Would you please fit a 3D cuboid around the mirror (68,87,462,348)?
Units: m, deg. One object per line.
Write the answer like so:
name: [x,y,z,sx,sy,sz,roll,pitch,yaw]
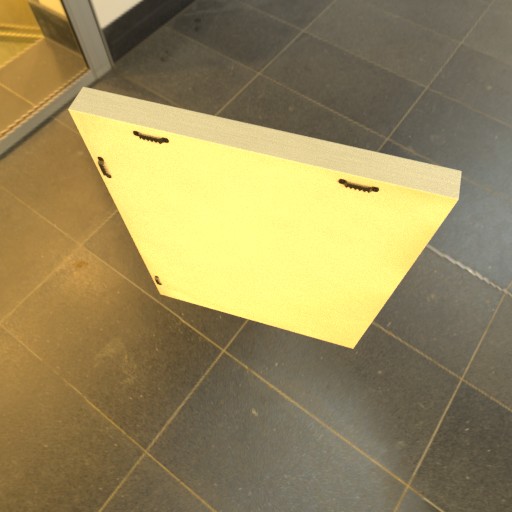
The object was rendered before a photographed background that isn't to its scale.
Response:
mirror: [0.000,0.000,0.674,0.406,0.509,0.041,15,64,8]
